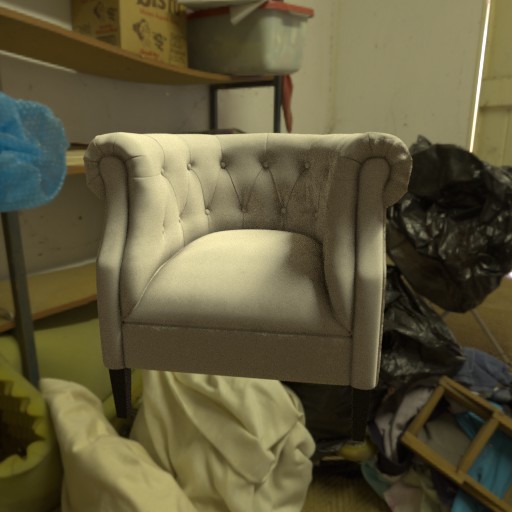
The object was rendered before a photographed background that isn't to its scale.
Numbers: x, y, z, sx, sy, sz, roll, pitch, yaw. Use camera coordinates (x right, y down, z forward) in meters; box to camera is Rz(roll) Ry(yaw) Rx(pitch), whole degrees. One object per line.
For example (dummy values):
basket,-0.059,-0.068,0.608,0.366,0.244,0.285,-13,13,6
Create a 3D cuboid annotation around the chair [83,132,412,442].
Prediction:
chair,0.000,0.000,1.536,0.904,0.826,0.851,2,15,8
